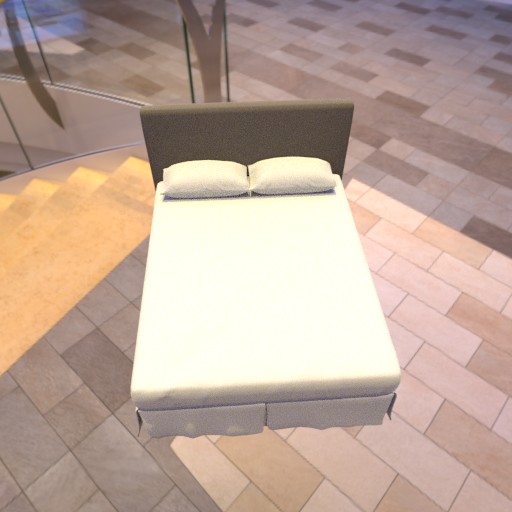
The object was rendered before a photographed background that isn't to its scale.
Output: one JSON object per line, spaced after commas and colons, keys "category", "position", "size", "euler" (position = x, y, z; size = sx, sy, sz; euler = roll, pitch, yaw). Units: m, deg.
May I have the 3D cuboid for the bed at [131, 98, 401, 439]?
{"category": "bed", "position": [0.000, 0.000, 3.260], "size": [1.748, 1.330, 2.142], "euler": [-3, 48, -3]}
